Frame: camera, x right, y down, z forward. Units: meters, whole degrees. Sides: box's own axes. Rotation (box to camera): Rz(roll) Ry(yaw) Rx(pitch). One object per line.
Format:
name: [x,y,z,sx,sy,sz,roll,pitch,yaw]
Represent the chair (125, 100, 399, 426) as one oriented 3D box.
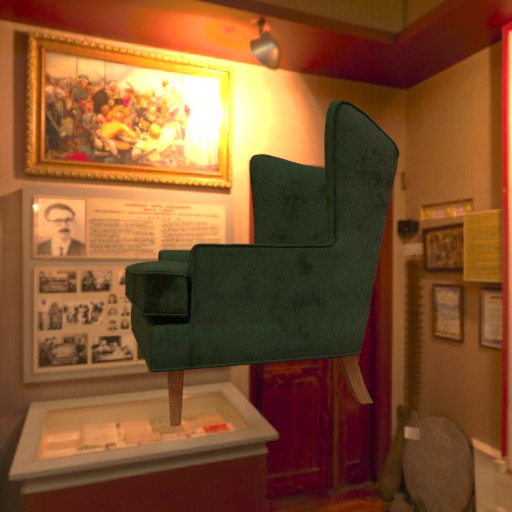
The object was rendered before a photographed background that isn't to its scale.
chair: [0.000,0.000,1.656,0.910,0.952,0.793,0,-1,-19]
